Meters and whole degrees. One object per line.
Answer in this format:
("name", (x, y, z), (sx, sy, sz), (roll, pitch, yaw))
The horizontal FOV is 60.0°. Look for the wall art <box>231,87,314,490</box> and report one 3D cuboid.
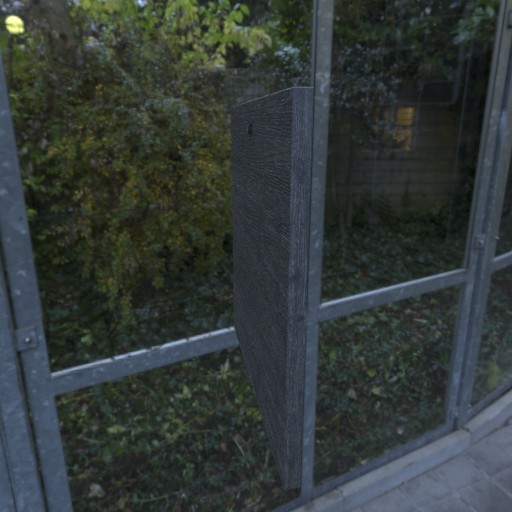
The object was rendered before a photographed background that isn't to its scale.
("wall art", (0.000, 0.000, 0.693), (0.027, 0.459, 0.462), (-3, 17, -10))
